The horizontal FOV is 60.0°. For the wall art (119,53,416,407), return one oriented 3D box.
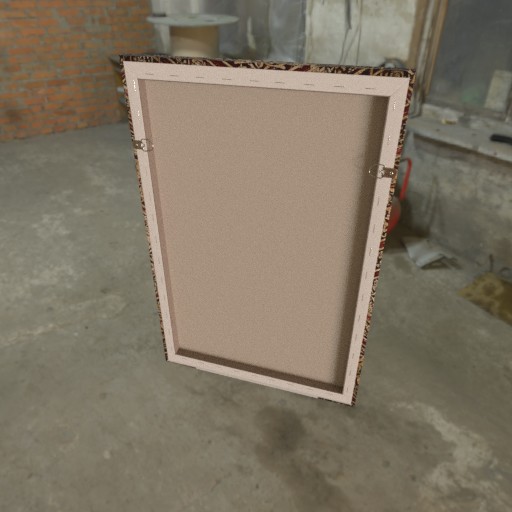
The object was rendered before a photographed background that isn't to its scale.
[{"bbox_3d":[0.000,0.000,1.112,0.599,0.904,0.030,10,34,15],"label":"wall art"}]
